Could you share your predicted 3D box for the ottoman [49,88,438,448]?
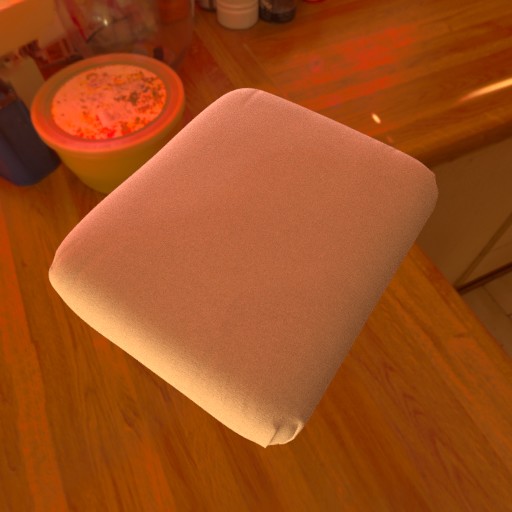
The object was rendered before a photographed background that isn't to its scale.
[{"bbox_3d":[0.000,0.000,1.101,0.622,0.450,0.746,30,63,17],"label":"ottoman"}]
